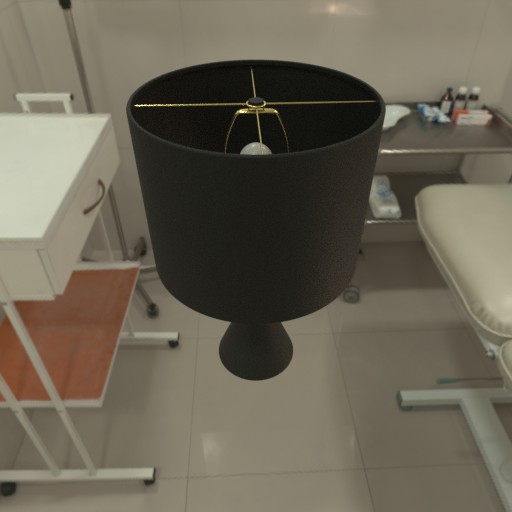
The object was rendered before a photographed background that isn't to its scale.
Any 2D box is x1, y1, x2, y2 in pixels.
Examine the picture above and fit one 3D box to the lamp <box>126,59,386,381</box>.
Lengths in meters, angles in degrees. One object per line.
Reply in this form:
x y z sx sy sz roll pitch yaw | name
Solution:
0.000 0.000 0.813 0.359 0.584 0.359 -2 40 -2 | lamp
